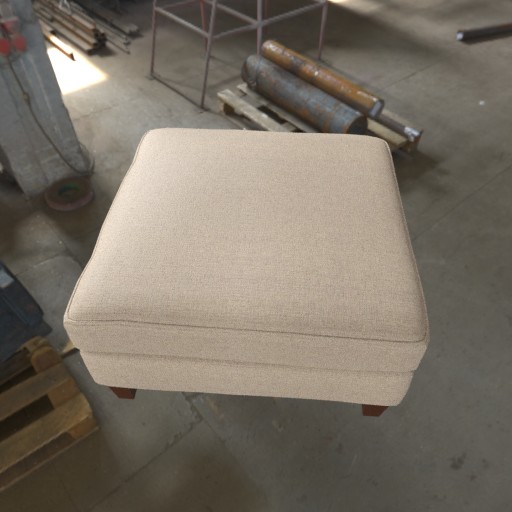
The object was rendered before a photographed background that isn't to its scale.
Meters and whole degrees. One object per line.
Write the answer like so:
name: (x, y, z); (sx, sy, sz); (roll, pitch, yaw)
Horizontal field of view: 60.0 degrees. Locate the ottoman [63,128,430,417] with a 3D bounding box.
ottoman: (0.000, 0.000, 1.372); (0.838, 0.481, 0.838); (3, 47, 3)
